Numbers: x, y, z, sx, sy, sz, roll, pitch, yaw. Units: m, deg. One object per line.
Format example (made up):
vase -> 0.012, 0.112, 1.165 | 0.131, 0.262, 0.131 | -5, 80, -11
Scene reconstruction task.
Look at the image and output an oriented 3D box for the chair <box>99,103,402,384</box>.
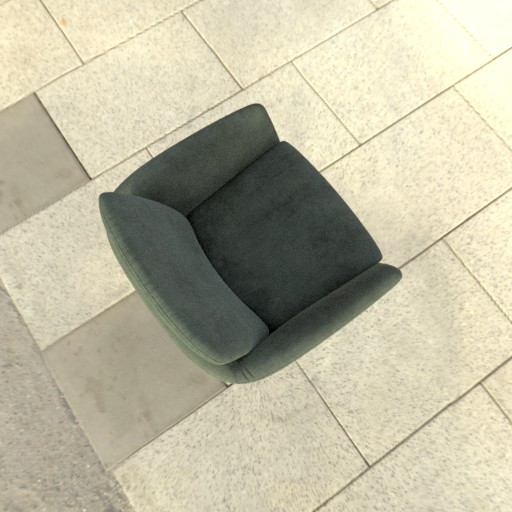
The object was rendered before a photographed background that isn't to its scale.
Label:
chair -> 0.000, 0.000, 1.369 | 0.635, 0.908, 0.641 | -36, 79, -8
